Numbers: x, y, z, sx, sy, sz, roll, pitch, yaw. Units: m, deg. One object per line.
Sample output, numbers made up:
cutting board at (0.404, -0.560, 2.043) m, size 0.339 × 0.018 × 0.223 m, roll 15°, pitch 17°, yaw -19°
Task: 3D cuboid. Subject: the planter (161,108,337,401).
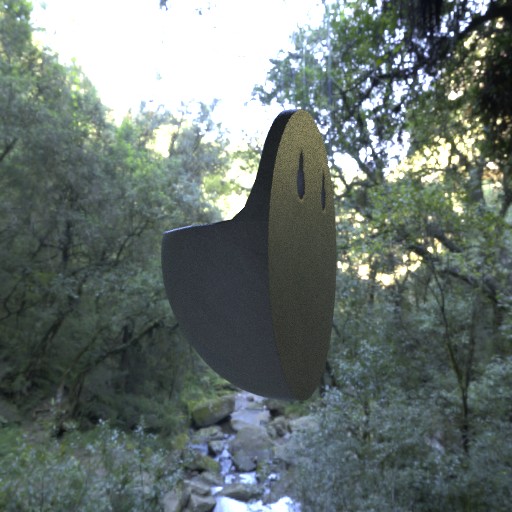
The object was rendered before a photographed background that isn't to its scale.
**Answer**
planter at (0.000, 0.000, 0.273) m, size 0.073 × 0.164 × 0.190 m, roll 0°, pitch 0°, yaw 19°
